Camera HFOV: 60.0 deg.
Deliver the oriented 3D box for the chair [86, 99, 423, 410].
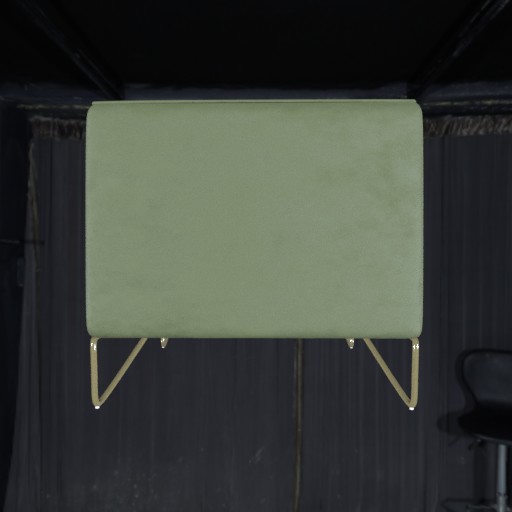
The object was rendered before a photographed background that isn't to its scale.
[{"bbox_3d":[0.000,0.000,1.550,0.880,0.790,0.894,0,-1,1],"label":"chair"}]
